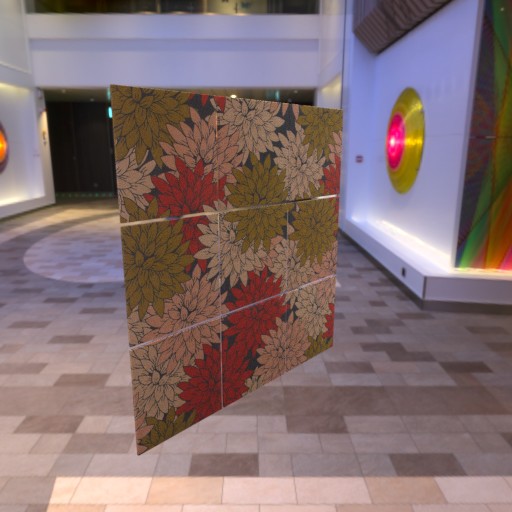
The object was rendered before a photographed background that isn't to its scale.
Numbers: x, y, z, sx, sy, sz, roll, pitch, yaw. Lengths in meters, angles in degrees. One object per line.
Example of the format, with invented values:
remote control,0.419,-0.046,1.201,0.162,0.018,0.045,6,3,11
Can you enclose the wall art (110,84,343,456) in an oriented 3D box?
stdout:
wall art,0.000,0.000,2.305,0.013,1.534,1.519,13,18,42
